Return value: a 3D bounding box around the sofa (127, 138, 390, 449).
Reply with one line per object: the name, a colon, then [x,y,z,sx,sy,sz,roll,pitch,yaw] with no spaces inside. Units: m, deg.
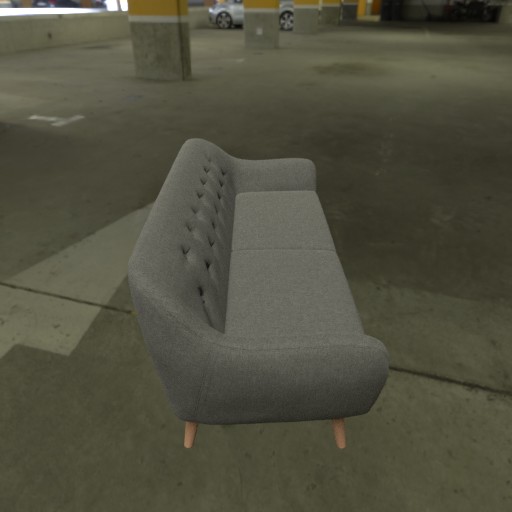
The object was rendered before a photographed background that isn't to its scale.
sofa: [0.000,0.000,2.170,0.820,0.820,1.840,0,30,0]
